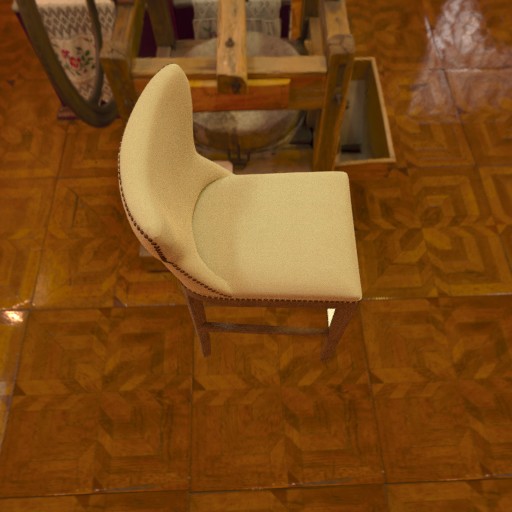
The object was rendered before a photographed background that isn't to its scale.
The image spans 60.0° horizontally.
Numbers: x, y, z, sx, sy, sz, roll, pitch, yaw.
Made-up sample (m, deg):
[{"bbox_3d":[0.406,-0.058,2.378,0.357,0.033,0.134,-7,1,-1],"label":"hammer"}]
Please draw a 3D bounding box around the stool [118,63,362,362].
[{"bbox_3d":[0.000,0.000,1.446,0.606,1.123,0.494,0,63,0],"label":"stool"}]
